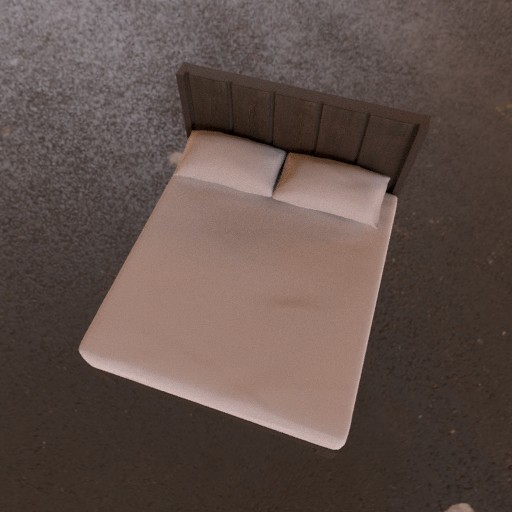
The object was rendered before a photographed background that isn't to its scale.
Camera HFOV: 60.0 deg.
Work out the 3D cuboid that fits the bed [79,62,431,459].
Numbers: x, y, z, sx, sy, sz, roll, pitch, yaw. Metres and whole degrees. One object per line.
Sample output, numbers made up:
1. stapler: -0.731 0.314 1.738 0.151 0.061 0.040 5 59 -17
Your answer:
1. bed: 0.000 0.000 3.050 1.735 1.261 1.992 16 61 9
